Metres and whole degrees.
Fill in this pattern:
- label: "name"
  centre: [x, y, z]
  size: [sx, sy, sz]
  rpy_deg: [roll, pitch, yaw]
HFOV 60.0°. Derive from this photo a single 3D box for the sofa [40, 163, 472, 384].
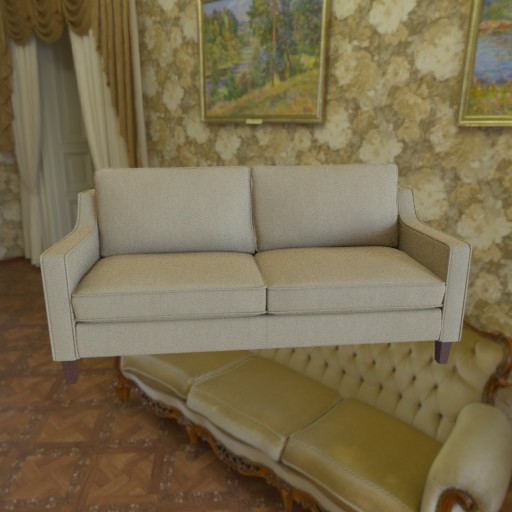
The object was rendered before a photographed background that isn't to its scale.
- label: "sofa"
  centre: [0.000, 0.000, 2.731]
  size: [2.178, 1.071, 1.066]
  rpy_deg: [-2, 16, -6]
